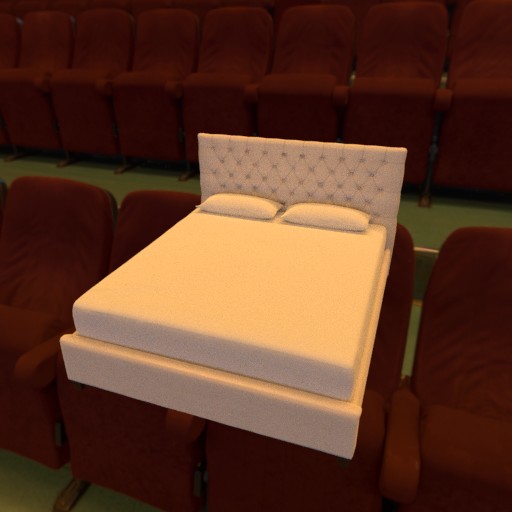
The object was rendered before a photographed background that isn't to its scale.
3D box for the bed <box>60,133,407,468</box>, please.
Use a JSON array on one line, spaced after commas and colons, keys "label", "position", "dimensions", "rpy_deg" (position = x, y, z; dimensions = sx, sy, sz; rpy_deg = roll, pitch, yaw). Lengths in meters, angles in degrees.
[{"label": "bed", "position": [0.000, 0.000, 3.621], "dimensions": [2.078, 1.427, 2.387], "rpy_deg": [9, 28, 17]}]
